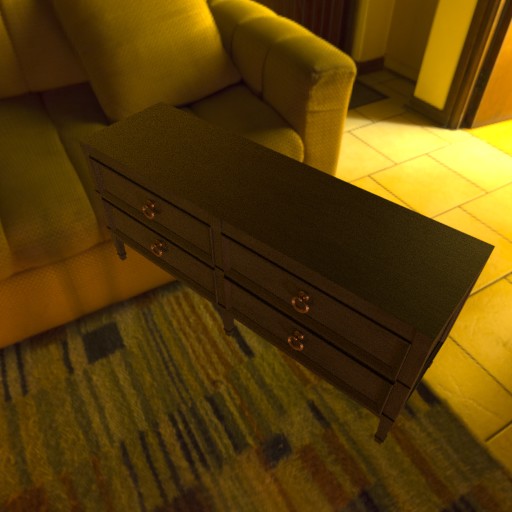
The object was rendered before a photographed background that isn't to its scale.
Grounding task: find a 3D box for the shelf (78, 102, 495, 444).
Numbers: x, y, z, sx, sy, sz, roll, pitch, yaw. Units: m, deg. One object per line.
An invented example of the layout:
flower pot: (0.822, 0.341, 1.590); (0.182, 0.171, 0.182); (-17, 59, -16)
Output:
shelf: (0.000, 0.000, 1.885); (1.575, 0.719, 0.479); (30, 52, 27)
